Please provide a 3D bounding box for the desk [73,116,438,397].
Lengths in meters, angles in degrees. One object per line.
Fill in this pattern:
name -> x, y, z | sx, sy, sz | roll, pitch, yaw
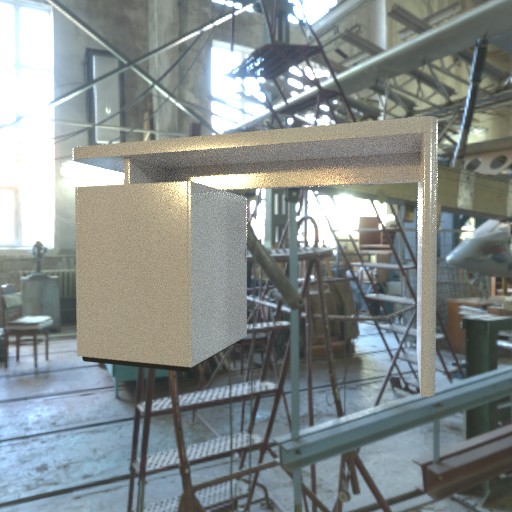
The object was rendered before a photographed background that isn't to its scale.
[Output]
desk -> 0.000, 0.000, 1.620 | 1.200, 0.760, 0.550 | 1, 2, 19
